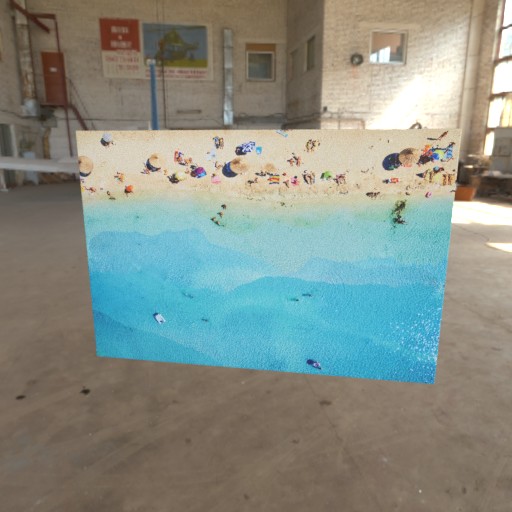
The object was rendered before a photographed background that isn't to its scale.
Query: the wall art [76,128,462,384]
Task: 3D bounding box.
[{"bbox_3d":[0.000,0.000,1.402,1.136,0.769,0.040,2,14,9],"label":"wall art"}]
